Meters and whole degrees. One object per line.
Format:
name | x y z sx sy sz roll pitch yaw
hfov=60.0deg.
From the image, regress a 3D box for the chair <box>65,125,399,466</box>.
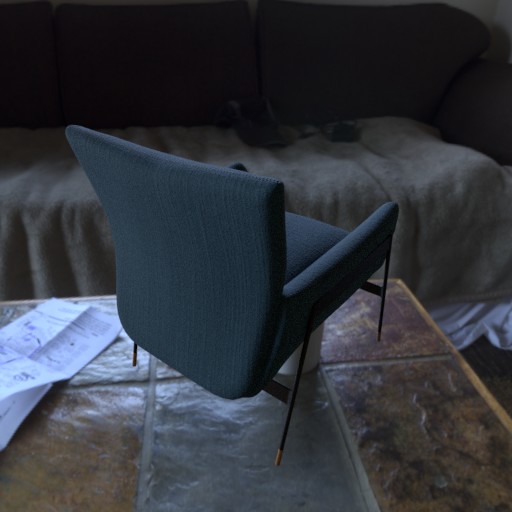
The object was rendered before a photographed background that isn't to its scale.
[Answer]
chair | 0.000 0.000 1.408 0.678 0.859 0.769 21 37 32
